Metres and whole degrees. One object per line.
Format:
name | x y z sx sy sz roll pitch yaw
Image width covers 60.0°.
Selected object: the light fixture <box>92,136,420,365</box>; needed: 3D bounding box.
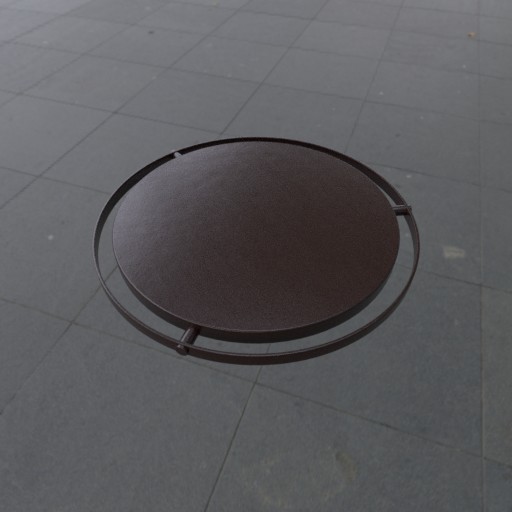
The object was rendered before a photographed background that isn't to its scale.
light fixture | 0.000 0.000 0.546 0.361 0.130 0.361 0 45 0
